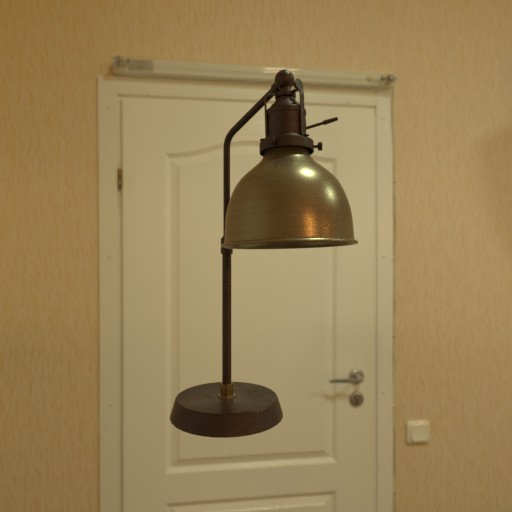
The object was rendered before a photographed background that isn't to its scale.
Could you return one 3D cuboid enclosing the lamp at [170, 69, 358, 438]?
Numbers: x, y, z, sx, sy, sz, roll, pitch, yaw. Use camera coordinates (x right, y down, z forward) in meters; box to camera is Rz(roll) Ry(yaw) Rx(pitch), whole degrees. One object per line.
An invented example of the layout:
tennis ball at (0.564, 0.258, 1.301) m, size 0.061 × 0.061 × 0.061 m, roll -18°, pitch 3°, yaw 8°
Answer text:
lamp at (0.000, 0.000, 0.602) m, size 0.175 × 0.469 × 0.298 m, roll 0°, pitch 0°, yaw -37°
